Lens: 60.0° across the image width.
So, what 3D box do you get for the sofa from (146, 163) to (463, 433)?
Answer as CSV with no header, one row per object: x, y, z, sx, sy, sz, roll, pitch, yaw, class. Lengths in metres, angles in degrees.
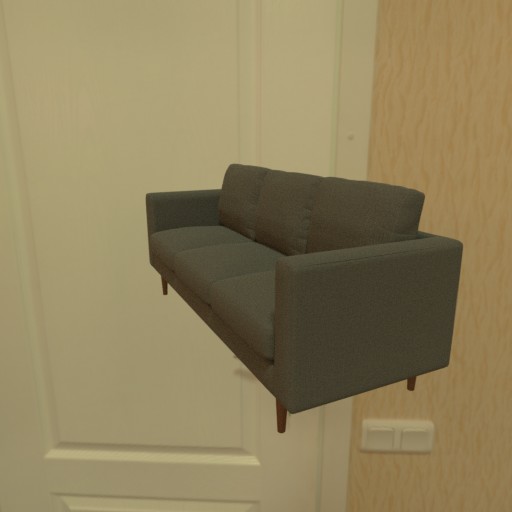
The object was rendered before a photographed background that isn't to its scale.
0.000,0.000,2.458,0.802,0.912,2.029,-7,17,-25,sofa
